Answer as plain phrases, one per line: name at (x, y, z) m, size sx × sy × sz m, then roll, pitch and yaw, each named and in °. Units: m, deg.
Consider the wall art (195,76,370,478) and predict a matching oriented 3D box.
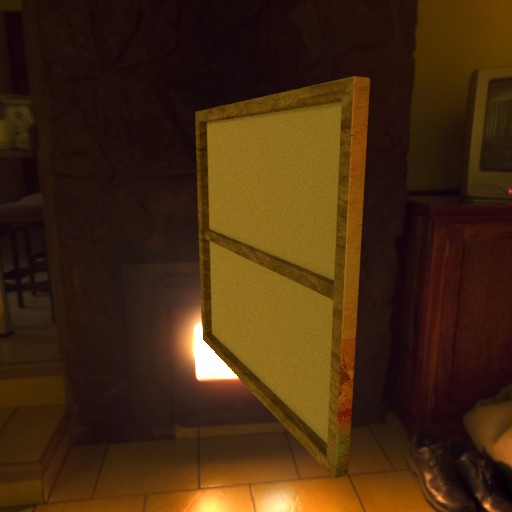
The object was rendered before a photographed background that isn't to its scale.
wall art at (0.000, 0.000, 1.119) m, size 0.035 × 0.747 × 0.747 m, roll -7°, pitch 15°, yaw -26°
